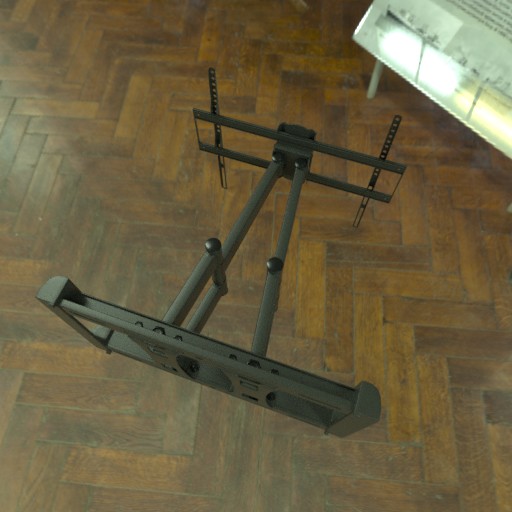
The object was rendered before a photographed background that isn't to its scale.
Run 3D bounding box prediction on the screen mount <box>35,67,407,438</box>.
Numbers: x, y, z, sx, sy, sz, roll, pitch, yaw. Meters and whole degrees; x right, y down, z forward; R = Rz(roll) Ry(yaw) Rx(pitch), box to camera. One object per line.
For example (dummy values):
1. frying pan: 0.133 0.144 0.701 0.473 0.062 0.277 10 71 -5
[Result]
1. screen mount: 0.000 0.000 0.948 0.571 0.424 0.556 18 65 9
